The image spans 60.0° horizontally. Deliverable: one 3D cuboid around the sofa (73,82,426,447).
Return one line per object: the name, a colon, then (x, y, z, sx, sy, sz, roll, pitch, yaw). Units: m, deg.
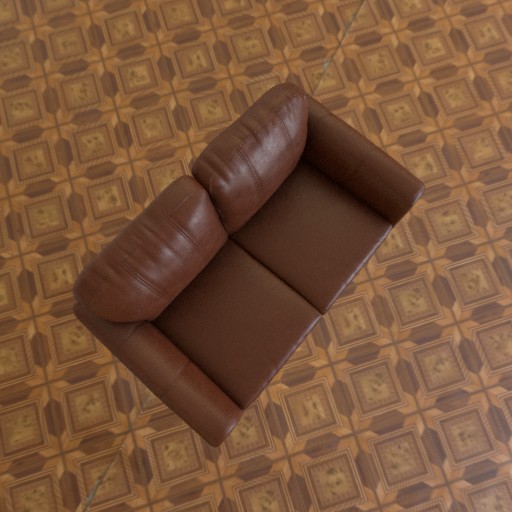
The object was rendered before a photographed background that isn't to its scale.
sofa: (0.000, 0.000, 1.979, 0.805, 0.906, 1.406, 39, 80, 8)
